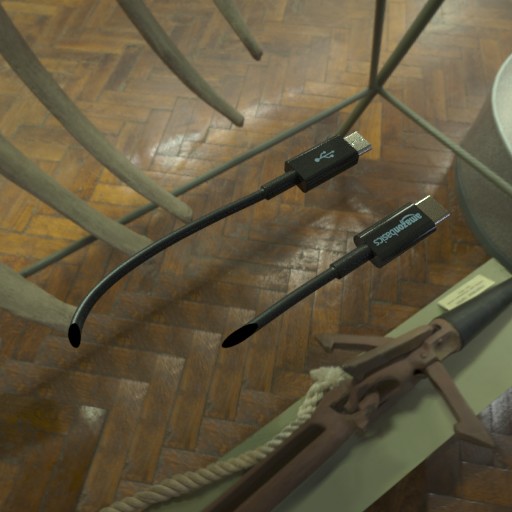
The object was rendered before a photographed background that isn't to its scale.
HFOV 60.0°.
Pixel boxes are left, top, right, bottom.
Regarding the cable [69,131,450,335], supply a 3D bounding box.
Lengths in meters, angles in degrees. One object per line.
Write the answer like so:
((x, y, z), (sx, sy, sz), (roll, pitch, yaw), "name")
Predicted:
((0.000, 0.000, 0.111), (0.098, 0.006, 0.040), (-31, 63, -17), "cable")
